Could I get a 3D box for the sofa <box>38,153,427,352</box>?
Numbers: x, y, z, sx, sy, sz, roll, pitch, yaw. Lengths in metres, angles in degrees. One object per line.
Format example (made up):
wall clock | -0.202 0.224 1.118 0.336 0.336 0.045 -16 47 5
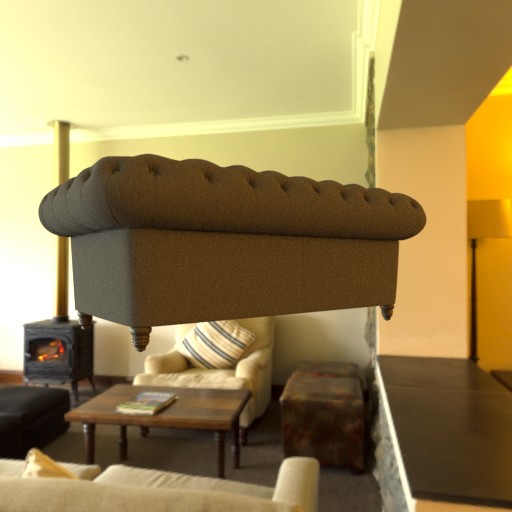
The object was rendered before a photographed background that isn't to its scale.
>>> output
sofa | 0.000 0.000 2.413 1.998 0.764 0.986 1 -1 -37
